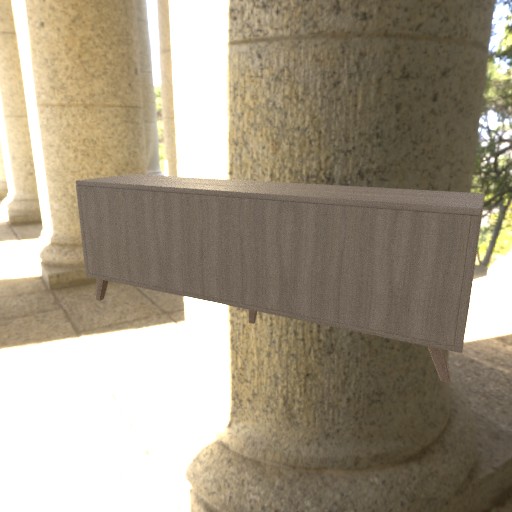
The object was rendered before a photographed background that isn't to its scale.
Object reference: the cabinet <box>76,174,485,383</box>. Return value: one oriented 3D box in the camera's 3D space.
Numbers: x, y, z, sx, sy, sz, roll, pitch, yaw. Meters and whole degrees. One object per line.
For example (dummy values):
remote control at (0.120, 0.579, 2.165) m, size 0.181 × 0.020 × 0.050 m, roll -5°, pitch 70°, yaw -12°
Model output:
cabinet at (0.000, 0.000, 2.491) m, size 2.198 × 0.779 × 0.499 m, roll 8°, pitch 18°, yaw 27°
